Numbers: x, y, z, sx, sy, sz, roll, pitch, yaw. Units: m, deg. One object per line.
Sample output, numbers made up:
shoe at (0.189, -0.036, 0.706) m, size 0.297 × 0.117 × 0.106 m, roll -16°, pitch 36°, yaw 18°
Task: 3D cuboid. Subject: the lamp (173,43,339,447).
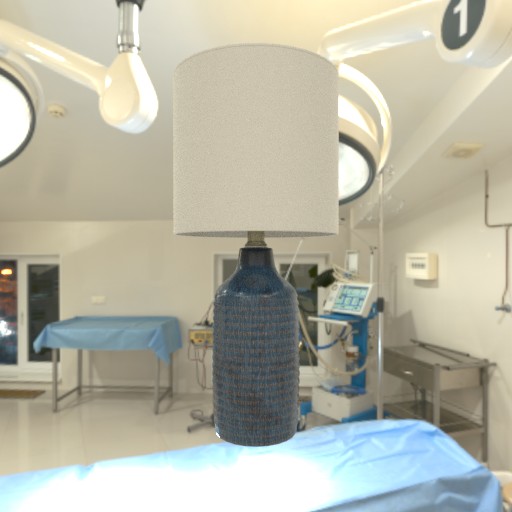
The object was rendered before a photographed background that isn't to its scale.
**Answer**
lamp at (0.000, 0.000, 0.603) m, size 0.220 × 0.475 × 0.220 m, roll 0°, pitch 0°, yaw -17°
